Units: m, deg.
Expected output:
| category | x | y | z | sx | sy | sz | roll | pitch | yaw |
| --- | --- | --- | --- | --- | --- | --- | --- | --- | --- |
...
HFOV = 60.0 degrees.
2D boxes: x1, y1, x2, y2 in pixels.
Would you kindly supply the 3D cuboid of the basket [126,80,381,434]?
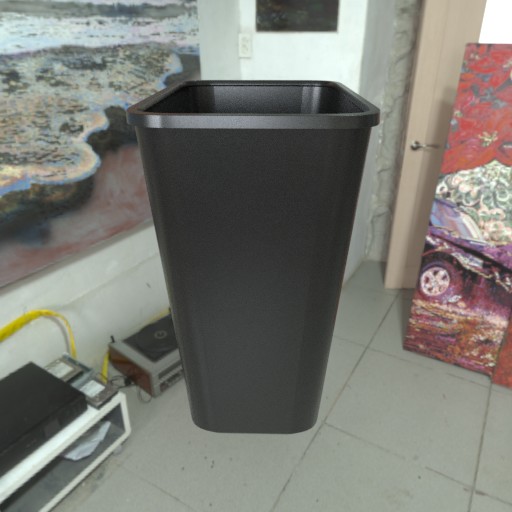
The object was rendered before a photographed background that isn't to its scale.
| category | x | y | z | sx | sy | sz | roll | pitch | yaw |
| --- | --- | --- | --- | --- | --- | --- | --- | --- | --- |
| basket | 0.000 | 0.000 | 0.748 | 0.287 | 0.521 | 0.394 | 1 | 27 | 1 |
